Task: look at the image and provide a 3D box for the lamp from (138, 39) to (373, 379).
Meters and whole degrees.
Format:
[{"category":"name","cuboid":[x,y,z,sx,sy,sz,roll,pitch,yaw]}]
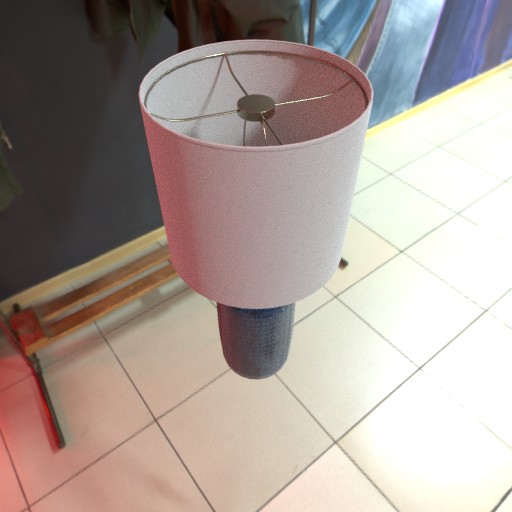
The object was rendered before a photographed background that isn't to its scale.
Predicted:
[{"category":"lamp","cuboid":[0.000,0.000,0.594,0.220,0.475,0.220,-4,46,-4]}]
